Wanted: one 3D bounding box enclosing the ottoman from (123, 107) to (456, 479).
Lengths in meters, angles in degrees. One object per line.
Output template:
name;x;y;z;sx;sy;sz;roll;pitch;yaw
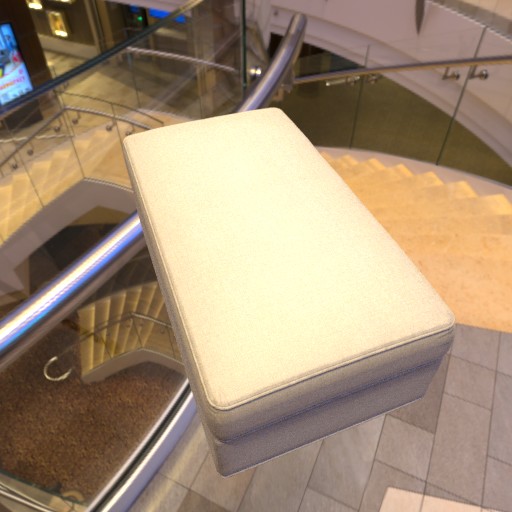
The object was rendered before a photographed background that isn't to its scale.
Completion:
ottoman;0.000;0.000;1.414;0.617;0.461;1.097;-16;49;-14
